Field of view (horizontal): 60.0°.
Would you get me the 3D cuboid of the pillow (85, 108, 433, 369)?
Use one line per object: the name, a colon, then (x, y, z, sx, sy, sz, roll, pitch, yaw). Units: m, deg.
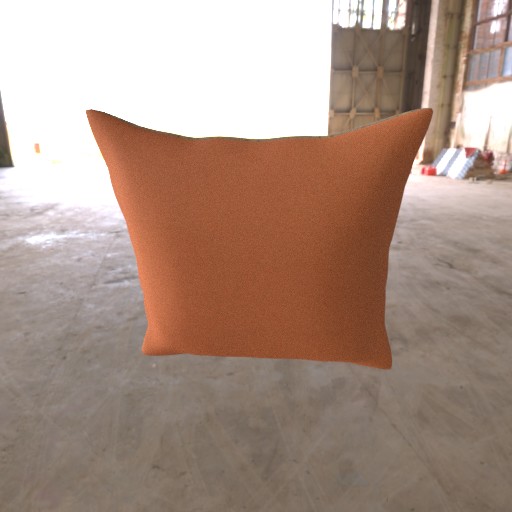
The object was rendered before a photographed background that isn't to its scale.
pillow: (0.000, 0.000, 0.683, 0.453, 0.430, 0.200, 3, 16, 9)
